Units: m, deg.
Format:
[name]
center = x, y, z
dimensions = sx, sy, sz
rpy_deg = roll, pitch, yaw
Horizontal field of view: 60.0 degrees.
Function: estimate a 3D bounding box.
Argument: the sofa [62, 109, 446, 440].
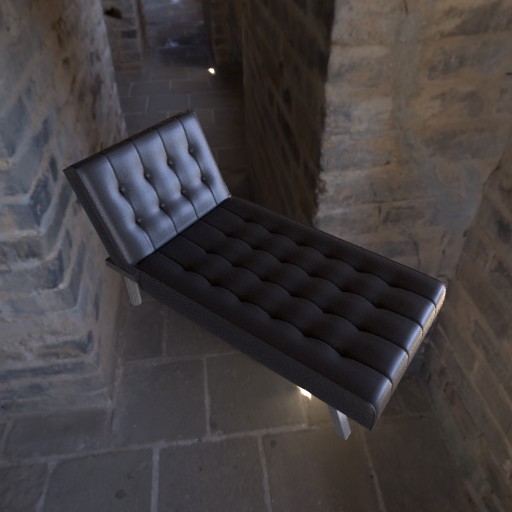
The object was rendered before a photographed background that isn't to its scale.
[sofa]
center = 0.000, 0.000, 2.036
dimensions = 1.560, 0.820, 0.760
rpy_deg = 26, 47, 26
